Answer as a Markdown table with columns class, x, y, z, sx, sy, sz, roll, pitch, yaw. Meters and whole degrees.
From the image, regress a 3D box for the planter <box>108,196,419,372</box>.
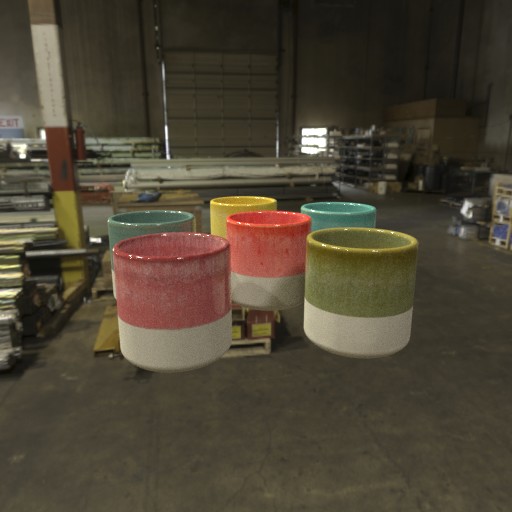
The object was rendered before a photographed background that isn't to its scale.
| class | x | y | z | sx | sy | sz | roll | pitch | yaw |
| --- | --- | --- | --- | --- | --- | --- | --- | --- | --- |
| planter | 0.000 | 0.000 | 0.406 | 0.257 | 0.075 | 0.286 | -3 | 15 | -10 |
